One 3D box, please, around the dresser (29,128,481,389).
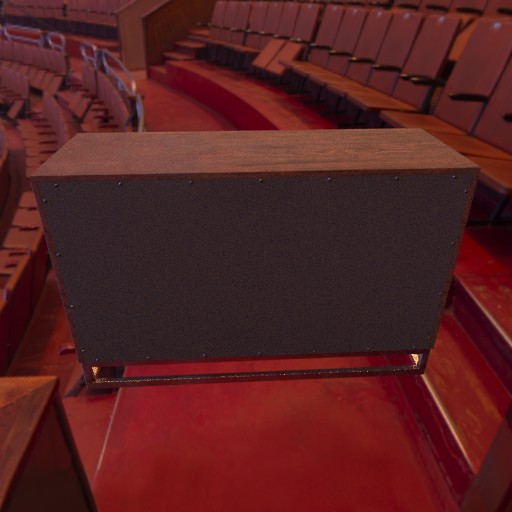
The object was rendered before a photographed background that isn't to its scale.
[{"bbox_3d":[0.000,0.000,2.142,1.646,1.061,0.623,-2,30,-3],"label":"dresser"}]
